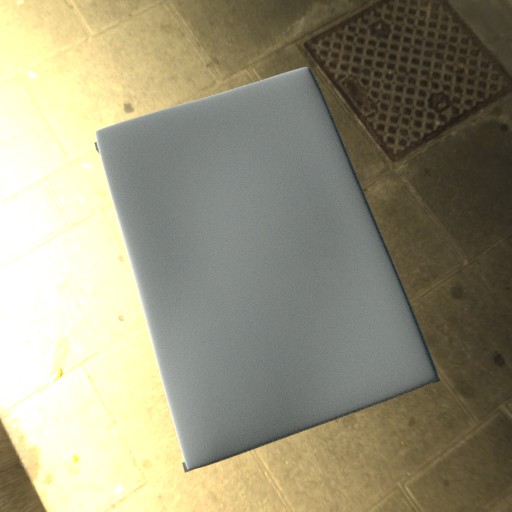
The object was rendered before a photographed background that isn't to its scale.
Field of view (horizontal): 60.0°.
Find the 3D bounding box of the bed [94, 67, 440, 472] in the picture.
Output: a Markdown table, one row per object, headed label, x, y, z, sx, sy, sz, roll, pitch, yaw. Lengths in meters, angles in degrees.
| label | x | y | z | sx | sy | sz | roll | pitch | yaw |
| --- | --- | --- | --- | --- | --- | --- | --- | --- | --- |
| bed | 0.000 | 0.000 | 2.588 | 1.460 | 0.510 | 1.985 | -18 | 77 | -4 |
